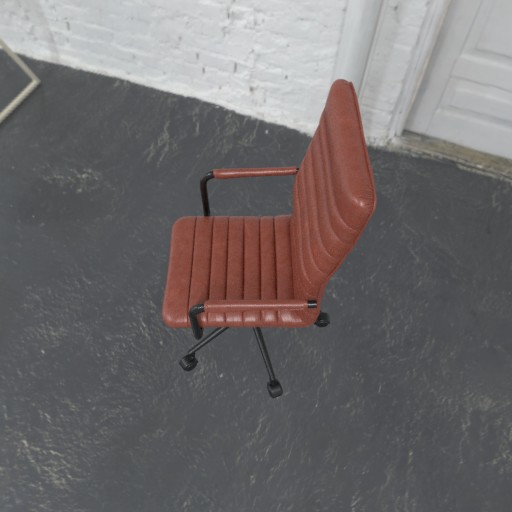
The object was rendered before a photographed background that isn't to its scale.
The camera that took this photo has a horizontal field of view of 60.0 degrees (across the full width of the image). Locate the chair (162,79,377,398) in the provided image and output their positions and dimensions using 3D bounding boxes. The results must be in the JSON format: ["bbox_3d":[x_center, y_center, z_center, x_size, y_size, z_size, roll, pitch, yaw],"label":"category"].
[{"bbox_3d":[0.000,0.000,1.359,0.580,0.979,0.608,0,57,0],"label":"chair"}]
